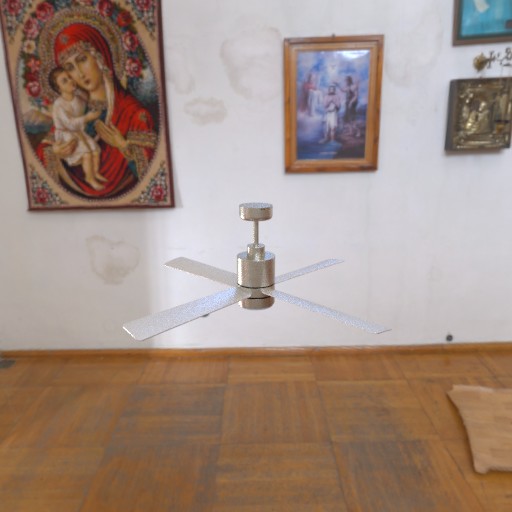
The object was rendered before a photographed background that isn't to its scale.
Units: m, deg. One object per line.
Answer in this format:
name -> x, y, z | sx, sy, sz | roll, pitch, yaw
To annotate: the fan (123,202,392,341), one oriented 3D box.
fan -> 0.000, 0.000, 2.334 | 1.525, 0.539, 1.525 | 15, 22, 43
